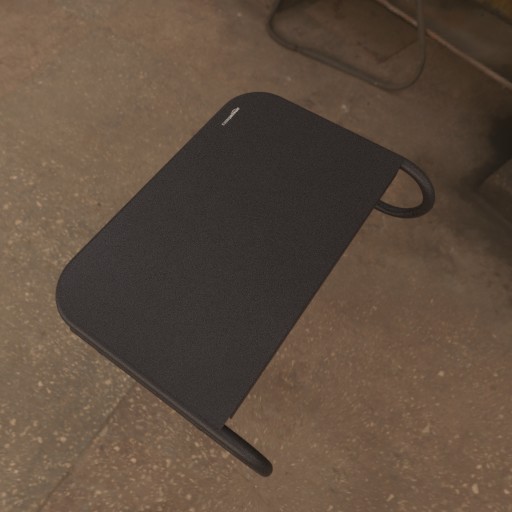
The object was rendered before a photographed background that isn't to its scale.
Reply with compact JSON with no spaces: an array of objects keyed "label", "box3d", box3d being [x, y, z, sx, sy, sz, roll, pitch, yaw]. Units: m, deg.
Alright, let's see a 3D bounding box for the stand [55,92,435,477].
[{"label":"stand","box3d":[0.000,0.000,0.512,0.280,0.108,0.370,31,67,15]}]
